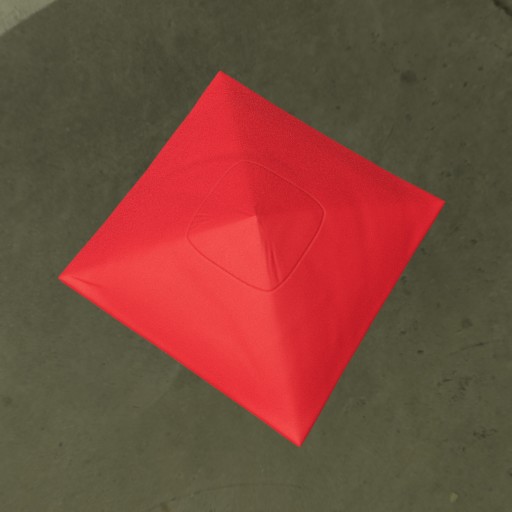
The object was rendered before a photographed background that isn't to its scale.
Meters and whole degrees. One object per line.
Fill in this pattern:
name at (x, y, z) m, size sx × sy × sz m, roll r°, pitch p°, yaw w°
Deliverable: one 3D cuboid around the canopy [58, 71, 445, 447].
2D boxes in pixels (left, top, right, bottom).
canopy at (0.000, 0.000, 5.422) m, size 2.998 × 2.997 × 2.996 m, roll 33°, pitch 78°, yaw 8°
